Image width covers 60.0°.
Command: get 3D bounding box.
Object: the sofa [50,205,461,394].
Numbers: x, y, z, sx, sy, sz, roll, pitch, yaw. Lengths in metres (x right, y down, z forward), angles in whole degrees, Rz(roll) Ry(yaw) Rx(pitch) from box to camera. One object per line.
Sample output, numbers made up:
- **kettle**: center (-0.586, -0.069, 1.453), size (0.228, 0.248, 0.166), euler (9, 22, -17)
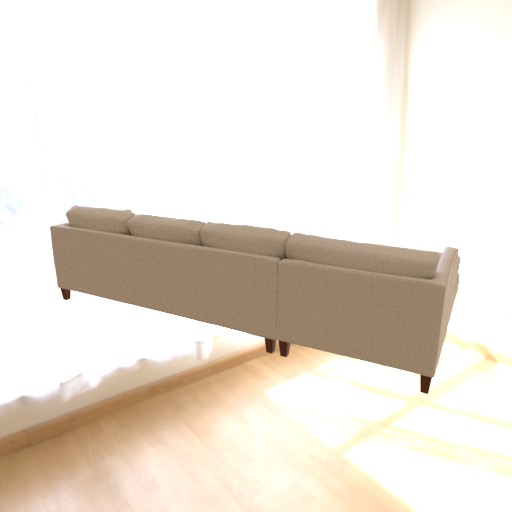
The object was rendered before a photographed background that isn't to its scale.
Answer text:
- **sofa**: center (0.000, 0.000, 3.852), size (3.186, 0.846, 1.625), euler (9, 19, 27)
